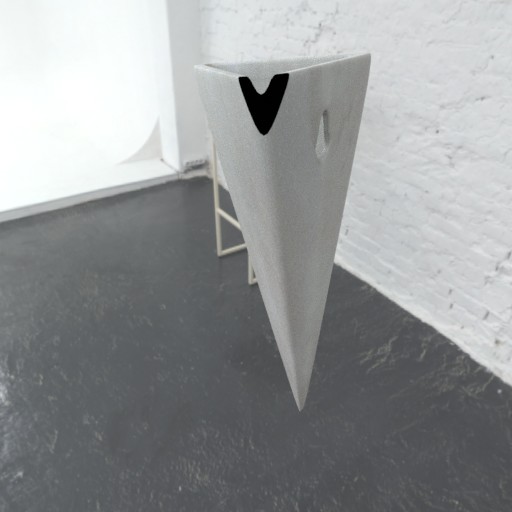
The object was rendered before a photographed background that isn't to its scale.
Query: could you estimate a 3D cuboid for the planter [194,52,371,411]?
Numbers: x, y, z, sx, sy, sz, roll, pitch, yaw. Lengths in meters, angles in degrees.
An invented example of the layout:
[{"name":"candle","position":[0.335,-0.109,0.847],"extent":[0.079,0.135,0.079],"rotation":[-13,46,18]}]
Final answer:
[{"name":"planter","position":[0.000,0.000,0.157],"extent":[0.047,0.130,0.058],"rotation":[21,37,30]}]
